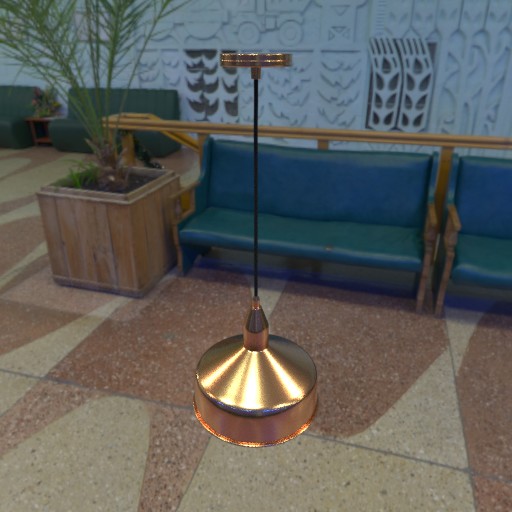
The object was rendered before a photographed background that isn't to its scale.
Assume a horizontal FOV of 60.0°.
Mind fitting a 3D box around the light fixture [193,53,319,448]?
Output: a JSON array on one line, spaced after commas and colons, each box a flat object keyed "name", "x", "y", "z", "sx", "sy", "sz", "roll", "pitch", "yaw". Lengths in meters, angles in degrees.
[{"name": "light fixture", "x": 0.000, "y": 0.000, "z": 0.907, "sx": 0.301, "sy": 0.754, "sz": 0.301, "roll": 8, "pitch": 26, "yaw": 16}]
